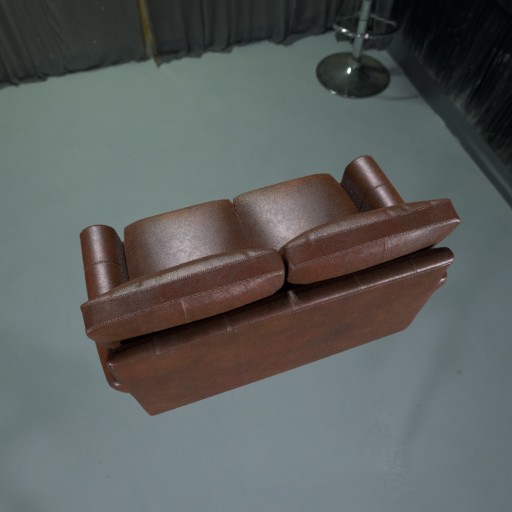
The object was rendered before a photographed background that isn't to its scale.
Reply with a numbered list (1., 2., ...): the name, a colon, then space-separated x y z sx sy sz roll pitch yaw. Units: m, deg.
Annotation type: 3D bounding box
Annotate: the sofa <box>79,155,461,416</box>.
1. sofa: 0.000 0.000 2.215 1.616 0.976 0.990 -16 58 -10
